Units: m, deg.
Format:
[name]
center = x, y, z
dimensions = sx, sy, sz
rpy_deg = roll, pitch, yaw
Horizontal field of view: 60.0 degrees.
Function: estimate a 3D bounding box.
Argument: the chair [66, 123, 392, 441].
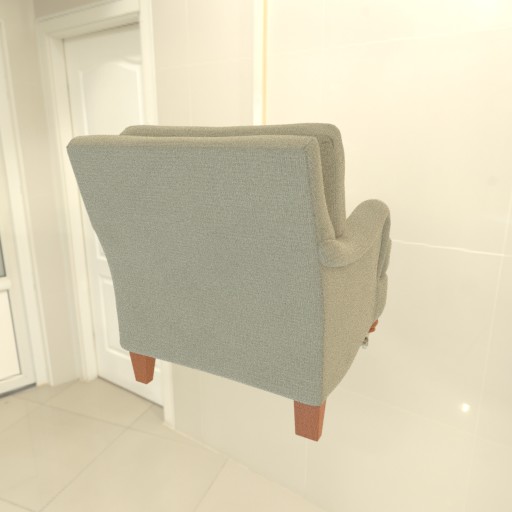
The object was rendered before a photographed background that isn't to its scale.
[chair]
center = 0.000, 0.000, 1.836
dimensions = 0.955, 1.038, 1.070
rpy_deg = 8, 17, 27
